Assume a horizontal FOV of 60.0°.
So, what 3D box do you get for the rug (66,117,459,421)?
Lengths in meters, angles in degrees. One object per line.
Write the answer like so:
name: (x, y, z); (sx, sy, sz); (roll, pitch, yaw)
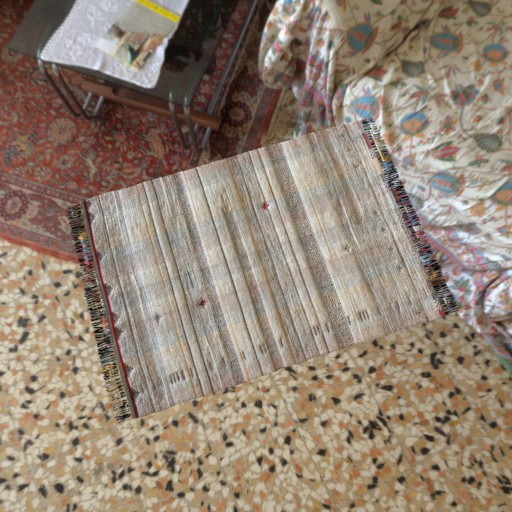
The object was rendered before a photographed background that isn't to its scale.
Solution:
rug: (0.000, 0.000, 2.373); (1.848, 0.012, 1.217); (-17, 75, -5)
